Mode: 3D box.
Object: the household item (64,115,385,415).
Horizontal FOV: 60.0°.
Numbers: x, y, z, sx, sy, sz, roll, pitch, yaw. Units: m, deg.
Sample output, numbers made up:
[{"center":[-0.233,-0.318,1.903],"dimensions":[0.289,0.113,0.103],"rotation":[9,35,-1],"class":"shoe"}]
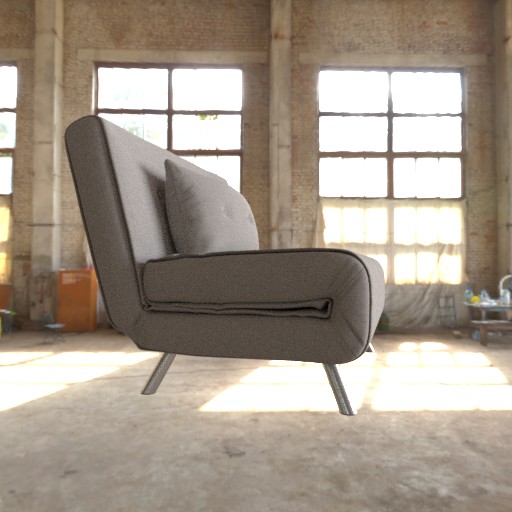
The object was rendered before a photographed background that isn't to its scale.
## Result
[{"center":[0.000,0.000,1.613],"dimensions":[0.874,0.800,1.000],"rotation":[0,-1,18],"class":"household item"}]
